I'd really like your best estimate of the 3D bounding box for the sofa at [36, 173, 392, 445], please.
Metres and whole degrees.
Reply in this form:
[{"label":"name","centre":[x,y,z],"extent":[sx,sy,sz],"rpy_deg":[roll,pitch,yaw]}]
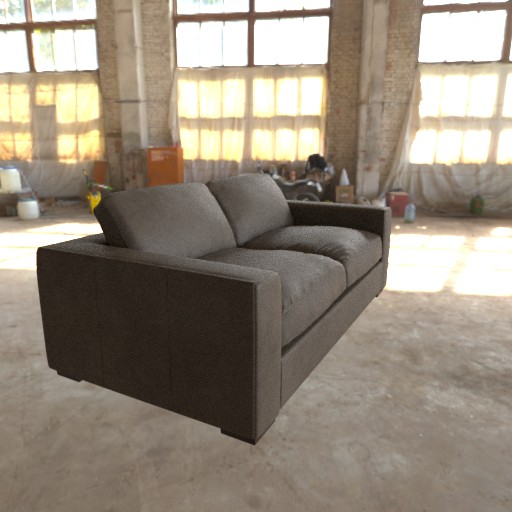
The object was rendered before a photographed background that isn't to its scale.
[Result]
[{"label":"sofa","centre":[0.000,0.000,2.419],"extent":[1.070,0.800,1.920],"rpy_deg":[8,16,28]}]
